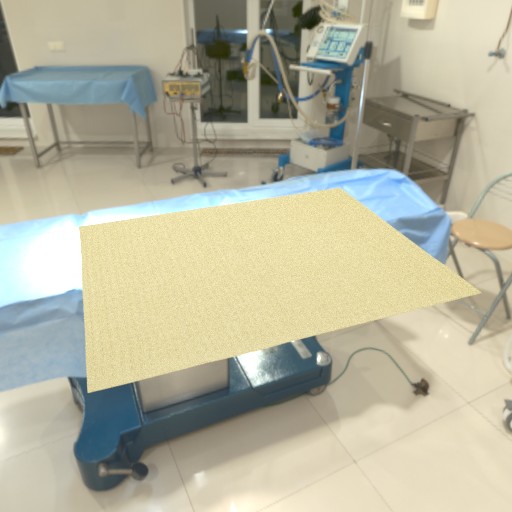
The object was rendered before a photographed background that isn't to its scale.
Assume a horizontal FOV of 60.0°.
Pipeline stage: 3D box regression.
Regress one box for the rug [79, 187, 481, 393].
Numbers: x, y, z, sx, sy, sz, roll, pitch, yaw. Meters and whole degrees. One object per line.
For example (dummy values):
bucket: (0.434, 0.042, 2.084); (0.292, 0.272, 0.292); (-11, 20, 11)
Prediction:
rug: (0.000, 0.000, 4.288); (3.204, 0.016, 2.452); (-11, 33, -17)
